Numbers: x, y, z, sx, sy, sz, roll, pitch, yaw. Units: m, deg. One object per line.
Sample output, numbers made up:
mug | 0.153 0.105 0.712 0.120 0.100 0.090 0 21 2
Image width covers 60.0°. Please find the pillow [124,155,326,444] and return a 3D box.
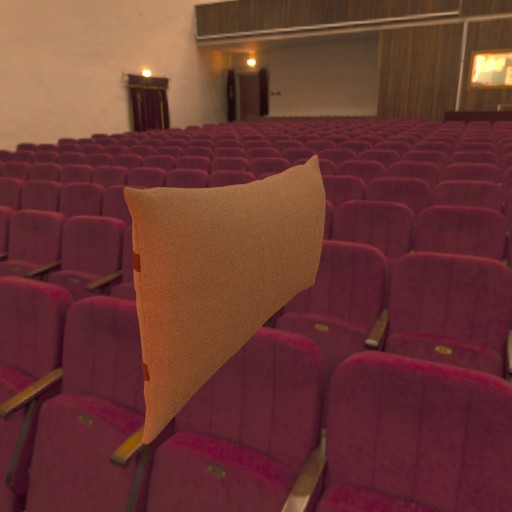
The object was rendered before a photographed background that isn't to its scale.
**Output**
pillow | 0.000 0.000 0.747 0.148 0.308 0.612 8 19 25
